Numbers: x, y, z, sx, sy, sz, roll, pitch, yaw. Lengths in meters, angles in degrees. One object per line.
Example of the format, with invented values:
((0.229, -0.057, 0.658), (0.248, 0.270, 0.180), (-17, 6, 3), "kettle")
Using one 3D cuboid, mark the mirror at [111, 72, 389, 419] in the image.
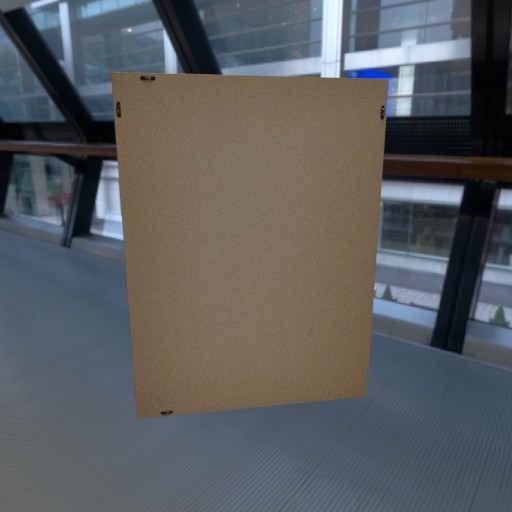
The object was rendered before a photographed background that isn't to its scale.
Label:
((0.000, 0.000, 1.341), (0.762, 1.016, 0.041), (-2, 15, -9), "mirror")
